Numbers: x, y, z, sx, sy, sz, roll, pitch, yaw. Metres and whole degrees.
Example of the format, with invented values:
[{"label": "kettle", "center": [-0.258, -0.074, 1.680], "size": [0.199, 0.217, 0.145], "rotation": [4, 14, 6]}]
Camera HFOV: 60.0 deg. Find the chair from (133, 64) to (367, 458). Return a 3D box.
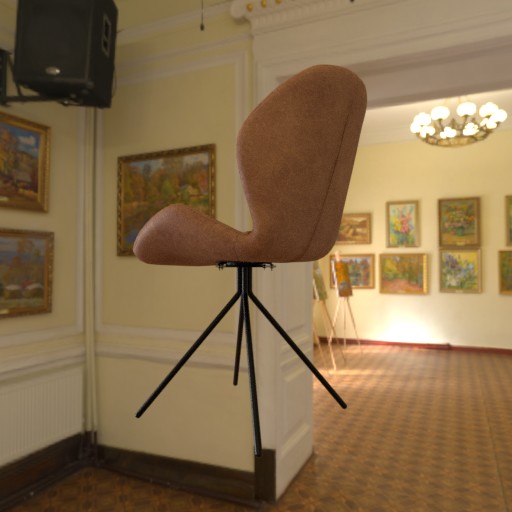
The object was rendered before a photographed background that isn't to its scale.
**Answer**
[{"label": "chair", "center": [0.000, 0.000, 1.293], "size": [0.640, 0.929, 0.527], "rotation": [-1, -2, 37]}]
